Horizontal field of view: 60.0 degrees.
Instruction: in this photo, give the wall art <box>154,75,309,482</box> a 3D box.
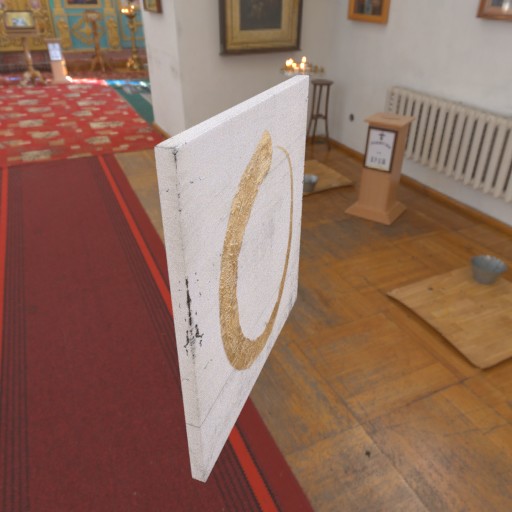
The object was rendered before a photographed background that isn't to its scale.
[{"bbox_3d":[0.000,0.000,1.120,0.038,0.762,0.762,10,31,17],"label":"wall art"}]
